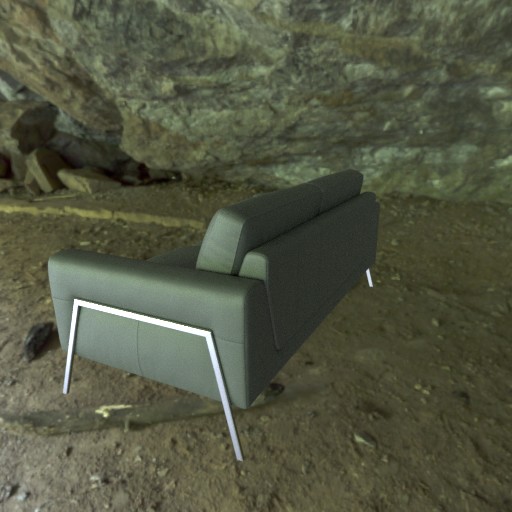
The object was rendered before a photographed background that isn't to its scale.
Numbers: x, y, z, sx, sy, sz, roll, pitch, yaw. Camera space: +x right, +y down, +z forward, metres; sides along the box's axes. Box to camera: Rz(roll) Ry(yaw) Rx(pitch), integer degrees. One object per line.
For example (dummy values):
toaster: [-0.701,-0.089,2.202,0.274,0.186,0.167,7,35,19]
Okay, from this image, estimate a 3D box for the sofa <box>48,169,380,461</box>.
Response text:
sofa: [0.000,0.000,2.525,0.953,0.875,2.017,8,18,26]
